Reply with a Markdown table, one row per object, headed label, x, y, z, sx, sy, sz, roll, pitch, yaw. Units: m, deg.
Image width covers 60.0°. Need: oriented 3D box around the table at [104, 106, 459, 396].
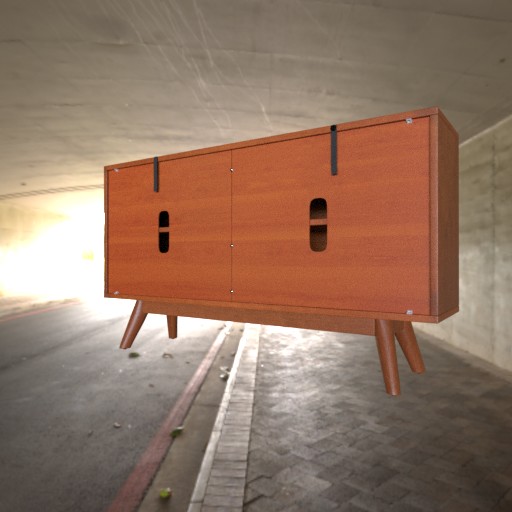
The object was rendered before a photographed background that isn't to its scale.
| label | x | y | z | sx | sy | sz | roll | pitch | yaw |
| --- | --- | --- | --- | --- | --- | --- | --- | --- | --- |
| table | 0.000 | 0.000 | 1.496 | 1.220 | 0.698 | 0.308 | 0 | 0 | 34 |
